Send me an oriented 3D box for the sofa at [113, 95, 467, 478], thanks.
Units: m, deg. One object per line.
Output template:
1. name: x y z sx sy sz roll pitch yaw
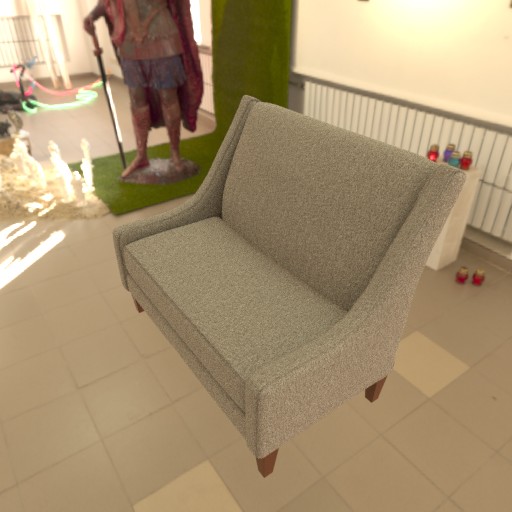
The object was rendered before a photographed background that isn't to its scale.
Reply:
1. sofa: 0.000 0.000 1.920 0.862 1.026 1.242 -21 39 -29
